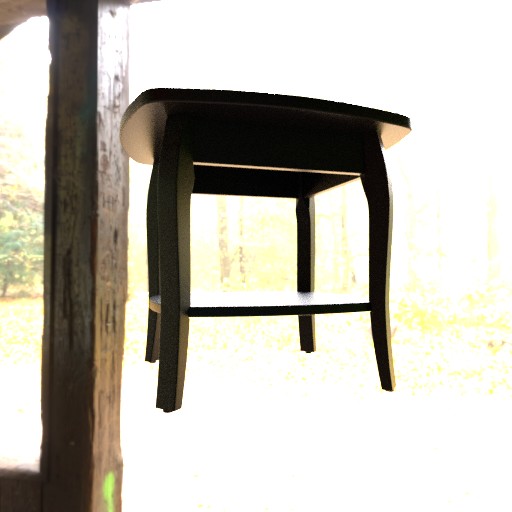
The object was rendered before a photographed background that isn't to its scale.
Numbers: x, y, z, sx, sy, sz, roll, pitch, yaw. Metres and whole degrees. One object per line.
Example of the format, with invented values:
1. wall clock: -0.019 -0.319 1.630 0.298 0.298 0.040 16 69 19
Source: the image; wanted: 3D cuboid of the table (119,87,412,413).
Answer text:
1. table: 0.000 0.000 0.857 0.508 0.457 0.457 0 -1 -17
